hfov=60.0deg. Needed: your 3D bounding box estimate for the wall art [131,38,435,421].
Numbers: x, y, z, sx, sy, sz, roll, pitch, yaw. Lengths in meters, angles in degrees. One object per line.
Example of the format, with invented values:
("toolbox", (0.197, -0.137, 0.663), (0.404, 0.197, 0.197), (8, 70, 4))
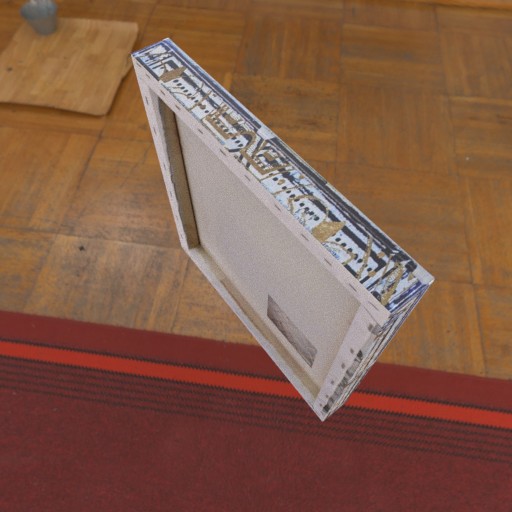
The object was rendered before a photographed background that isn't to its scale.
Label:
("wall art", (0.000, 0.000, 0.450), (0.038, 0.306, 0.302), (-33, 64, -18))
